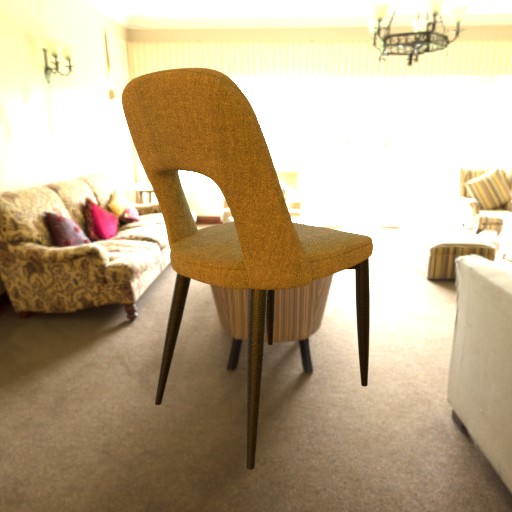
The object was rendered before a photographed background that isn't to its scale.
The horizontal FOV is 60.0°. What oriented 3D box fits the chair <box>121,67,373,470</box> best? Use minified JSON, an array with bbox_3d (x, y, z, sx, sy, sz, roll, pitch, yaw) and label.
[{"bbox_3d":[0.000,0.000,1.257,0.470,0.931,0.612,15,21,42],"label":"chair"}]
